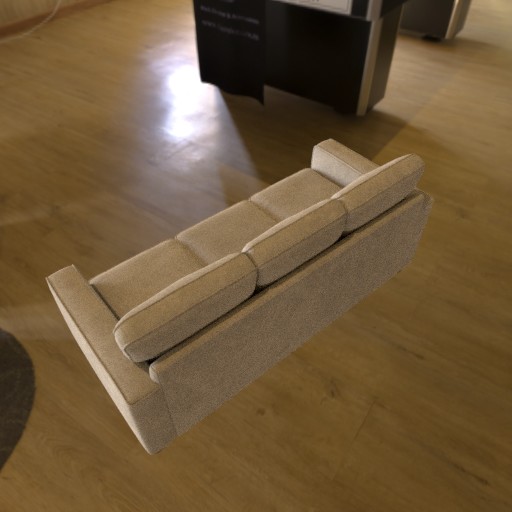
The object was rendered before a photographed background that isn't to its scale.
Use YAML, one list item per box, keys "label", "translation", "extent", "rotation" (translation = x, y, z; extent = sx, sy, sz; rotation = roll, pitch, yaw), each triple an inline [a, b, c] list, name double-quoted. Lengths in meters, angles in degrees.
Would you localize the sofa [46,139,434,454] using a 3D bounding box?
- label: "sofa"
  translation: [0.000, 0.000, 2.641]
  extent: [2.133, 0.965, 0.939]
  rotation: [-31, 54, -26]
